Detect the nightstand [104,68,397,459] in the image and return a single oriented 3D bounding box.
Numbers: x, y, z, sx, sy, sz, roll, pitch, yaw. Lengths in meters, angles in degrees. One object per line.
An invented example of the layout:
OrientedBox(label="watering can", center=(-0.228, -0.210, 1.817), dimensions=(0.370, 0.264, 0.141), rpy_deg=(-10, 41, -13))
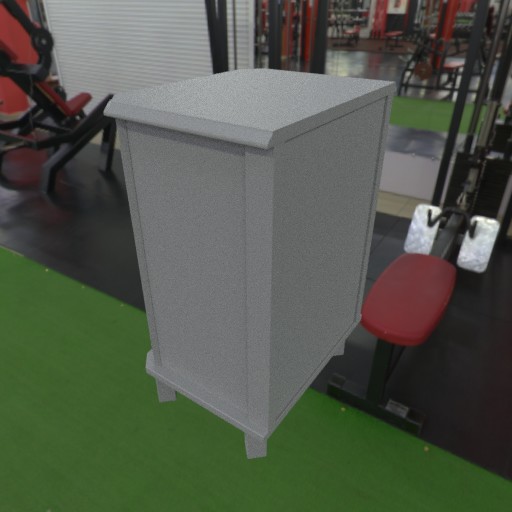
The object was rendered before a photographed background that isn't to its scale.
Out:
OrientedBox(label="nightstand", center=(0.000, 0.000, 0.951), dimensions=(0.350, 0.680, 0.450), rpy_deg=(20, 36, 30))
